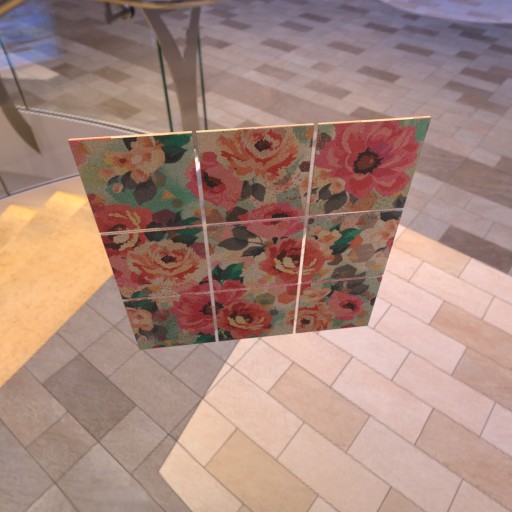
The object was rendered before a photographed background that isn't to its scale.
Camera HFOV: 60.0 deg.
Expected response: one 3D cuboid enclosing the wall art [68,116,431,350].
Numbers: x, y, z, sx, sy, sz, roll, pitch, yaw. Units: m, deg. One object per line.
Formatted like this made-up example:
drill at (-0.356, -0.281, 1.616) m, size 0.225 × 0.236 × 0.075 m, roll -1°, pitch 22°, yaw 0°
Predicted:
wall art at (0.000, 0.000, 1.914) m, size 1.216 × 1.220 × 0.013 m, roll -5°, pitch 46°, yaw -5°
